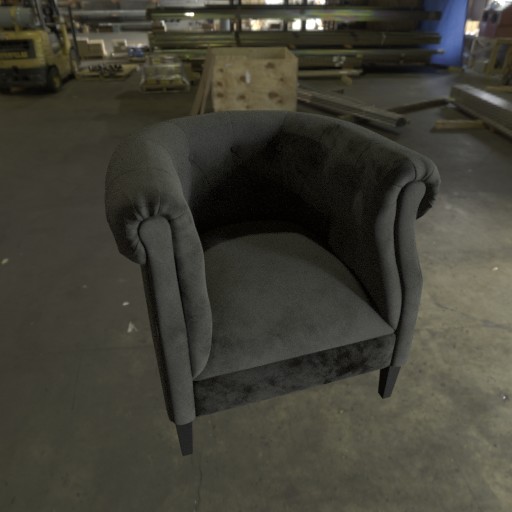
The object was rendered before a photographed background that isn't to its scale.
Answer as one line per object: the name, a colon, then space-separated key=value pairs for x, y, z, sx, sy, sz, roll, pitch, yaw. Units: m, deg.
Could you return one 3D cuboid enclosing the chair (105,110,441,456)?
chair: x=0.000 y=0.000 z=1.529 sx=0.904 sy=0.826 sz=0.851 roll=-10 pitch=33 yaw=-16
